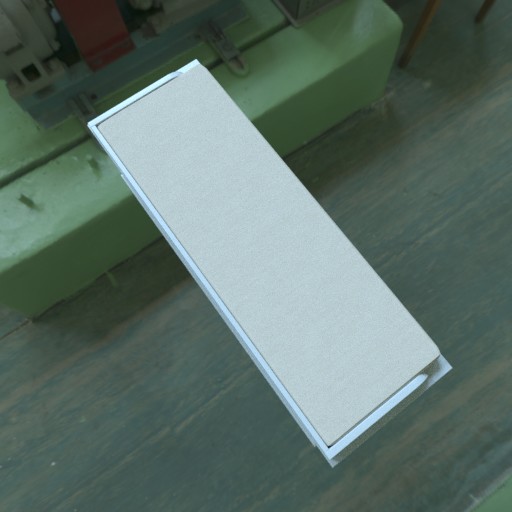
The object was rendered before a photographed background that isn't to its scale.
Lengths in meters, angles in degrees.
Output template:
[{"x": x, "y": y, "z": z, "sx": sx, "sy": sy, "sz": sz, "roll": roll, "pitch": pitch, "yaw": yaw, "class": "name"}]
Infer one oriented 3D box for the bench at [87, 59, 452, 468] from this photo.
[{"x": 0.000, "y": 0.000, "z": 1.437, "sx": 0.402, "sy": 0.486, "sz": 1.185, "roll": -35, "pitch": 77, "yaw": -9, "class": "bench"}]
